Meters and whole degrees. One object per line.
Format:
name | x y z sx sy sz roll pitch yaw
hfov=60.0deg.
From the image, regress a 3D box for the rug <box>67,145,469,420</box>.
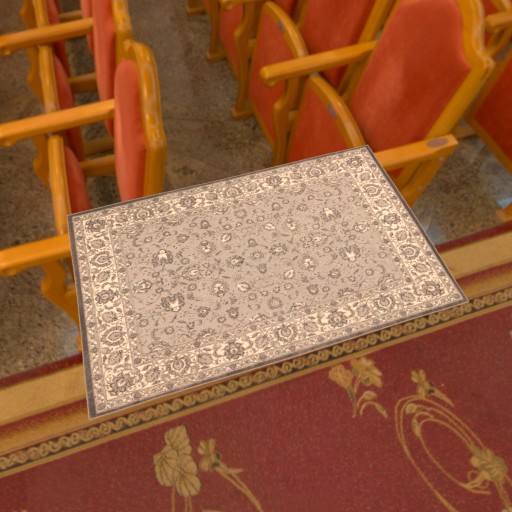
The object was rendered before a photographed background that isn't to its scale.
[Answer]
rug | 0.000 0.000 3.067 2.438 0.011 1.524 -15 58 -9
